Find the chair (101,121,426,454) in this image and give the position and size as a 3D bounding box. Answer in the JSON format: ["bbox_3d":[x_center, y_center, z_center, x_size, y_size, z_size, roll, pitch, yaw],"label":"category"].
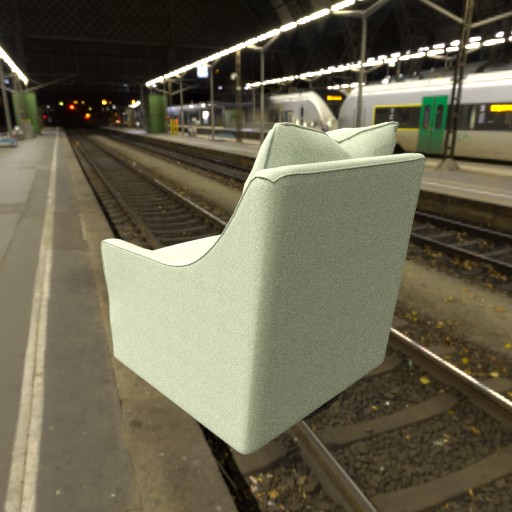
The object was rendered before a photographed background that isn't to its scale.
[{"bbox_3d":[0.000,0.000,1.592,0.760,0.926,0.870,-16,23,-42],"label":"chair"}]
